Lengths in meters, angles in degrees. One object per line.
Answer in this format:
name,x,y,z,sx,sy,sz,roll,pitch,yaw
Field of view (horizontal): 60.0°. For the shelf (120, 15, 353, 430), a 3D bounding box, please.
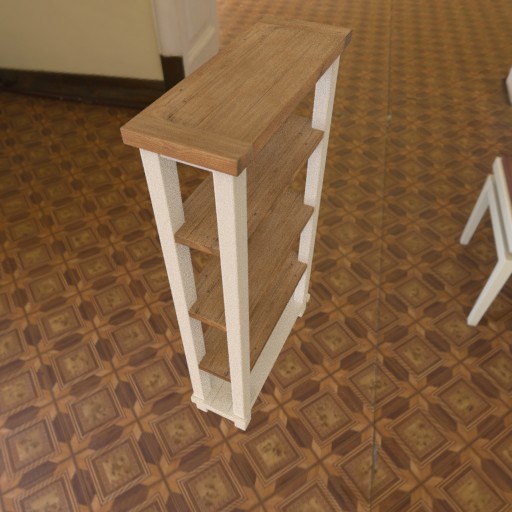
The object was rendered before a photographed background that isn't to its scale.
shelf,0.000,0.000,2.218,0.381,1.878,1.022,19,50,17
